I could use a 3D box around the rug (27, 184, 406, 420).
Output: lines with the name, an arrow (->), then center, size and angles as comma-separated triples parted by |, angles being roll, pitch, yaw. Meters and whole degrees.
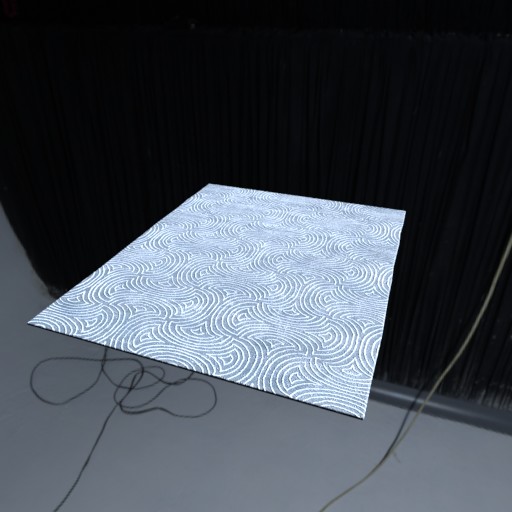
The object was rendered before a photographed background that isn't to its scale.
rug -> 0.000, 0.000, 4.104 | 2.456, 0.021, 3.042 | 11, 32, 18
